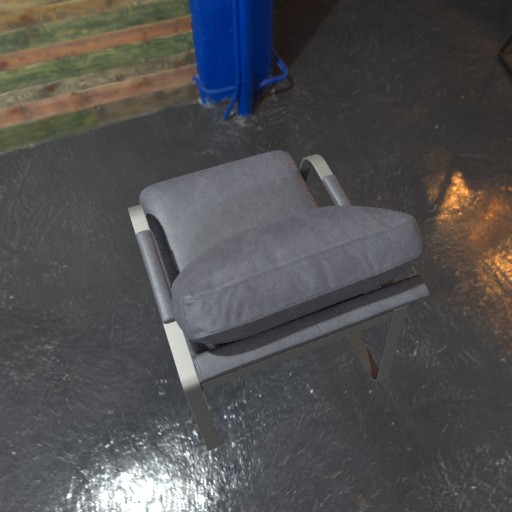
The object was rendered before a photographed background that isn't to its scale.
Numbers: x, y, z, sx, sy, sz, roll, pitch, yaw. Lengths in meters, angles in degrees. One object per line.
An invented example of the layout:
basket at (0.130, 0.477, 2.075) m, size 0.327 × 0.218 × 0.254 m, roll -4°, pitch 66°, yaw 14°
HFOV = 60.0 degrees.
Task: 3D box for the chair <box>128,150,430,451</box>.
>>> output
chair at (0.000, 0.000, 1.463) m, size 0.692 × 0.839 × 0.878 m, roll -18°, pitch 58°, yaw -12°
